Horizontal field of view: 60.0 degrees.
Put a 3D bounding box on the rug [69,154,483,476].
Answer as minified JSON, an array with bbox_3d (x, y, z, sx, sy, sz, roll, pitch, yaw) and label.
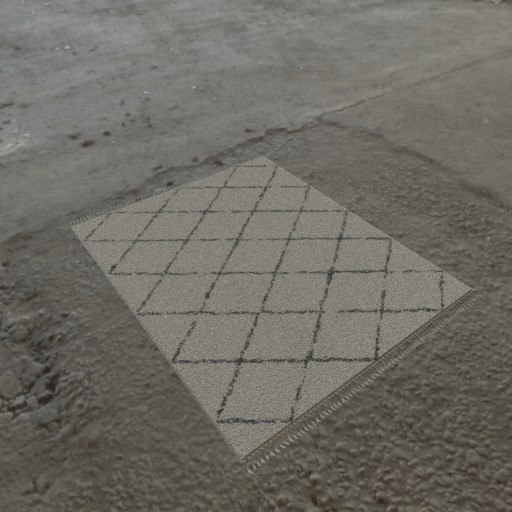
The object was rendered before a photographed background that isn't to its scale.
[{"bbox_3d":[0.000,0.000,4.019,2.380,0.013,3.051,-26,47,-27],"label":"rug"}]
